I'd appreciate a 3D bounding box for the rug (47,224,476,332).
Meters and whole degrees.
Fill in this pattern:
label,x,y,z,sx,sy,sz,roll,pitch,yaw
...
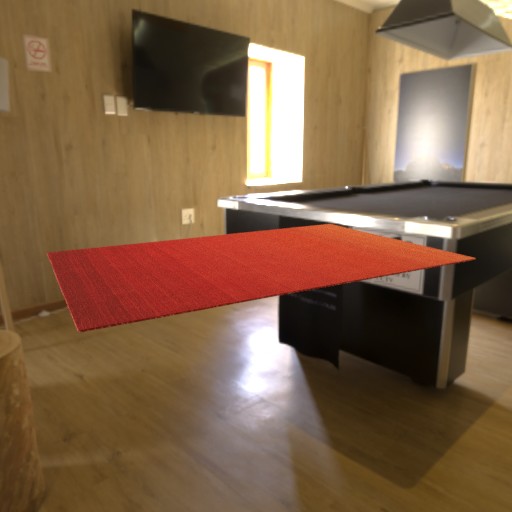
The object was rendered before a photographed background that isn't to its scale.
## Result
label,x,y,z,sx,sy,sz,roll,pitch,yaw
rug,0.000,0.000,2.964,2.442,0.010,1.531,-7,16,-28
